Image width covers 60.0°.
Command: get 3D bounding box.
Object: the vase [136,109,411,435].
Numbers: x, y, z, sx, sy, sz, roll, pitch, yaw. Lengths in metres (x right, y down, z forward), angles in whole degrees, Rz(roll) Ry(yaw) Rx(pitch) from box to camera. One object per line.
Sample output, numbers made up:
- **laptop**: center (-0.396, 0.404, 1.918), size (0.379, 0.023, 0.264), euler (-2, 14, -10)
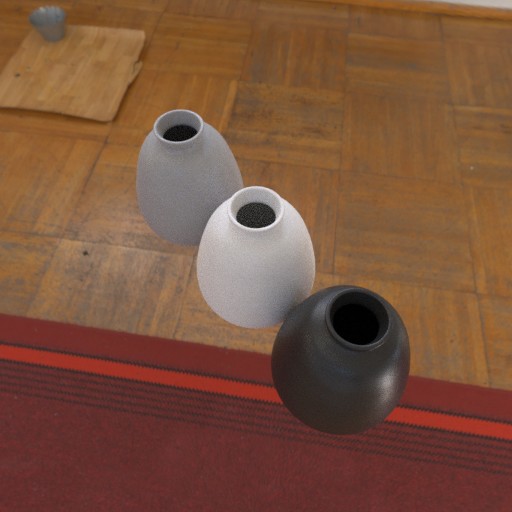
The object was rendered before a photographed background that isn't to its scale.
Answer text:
- **vase**: center (0.000, 0.000, 0.351), size (0.097, 0.122, 0.297), euler (-32, 63, -19)
